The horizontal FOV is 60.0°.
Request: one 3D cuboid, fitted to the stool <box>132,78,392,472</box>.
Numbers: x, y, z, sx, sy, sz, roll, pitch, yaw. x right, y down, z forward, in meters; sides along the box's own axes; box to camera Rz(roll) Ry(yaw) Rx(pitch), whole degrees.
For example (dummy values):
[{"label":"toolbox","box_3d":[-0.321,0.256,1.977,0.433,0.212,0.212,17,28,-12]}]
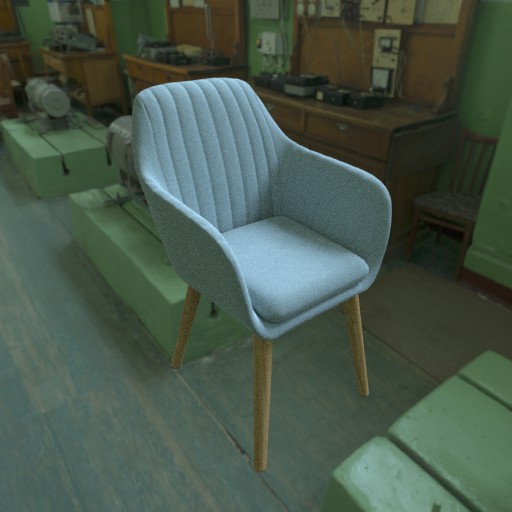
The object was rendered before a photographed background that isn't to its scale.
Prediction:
[{"label":"stool","box_3d":[0.000,0.000,1.208,0.503,0.830,0.590,-21,37,-32]}]
